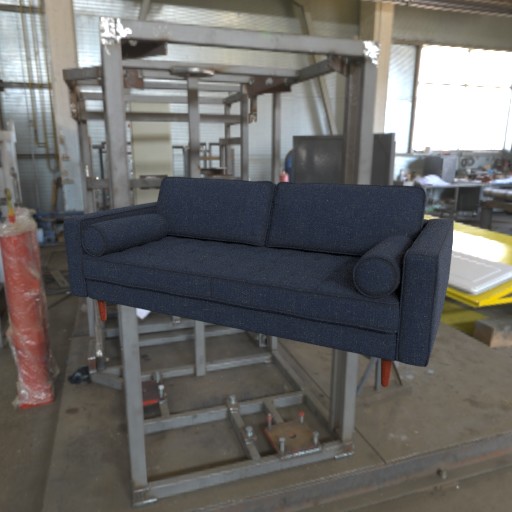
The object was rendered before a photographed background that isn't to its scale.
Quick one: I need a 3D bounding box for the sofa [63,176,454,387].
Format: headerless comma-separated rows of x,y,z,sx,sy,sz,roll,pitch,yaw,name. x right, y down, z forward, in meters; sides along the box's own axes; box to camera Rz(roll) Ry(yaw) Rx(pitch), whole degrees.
0.000,0.000,2.370,1.880,0.762,0.914,7,16,26,sofa
